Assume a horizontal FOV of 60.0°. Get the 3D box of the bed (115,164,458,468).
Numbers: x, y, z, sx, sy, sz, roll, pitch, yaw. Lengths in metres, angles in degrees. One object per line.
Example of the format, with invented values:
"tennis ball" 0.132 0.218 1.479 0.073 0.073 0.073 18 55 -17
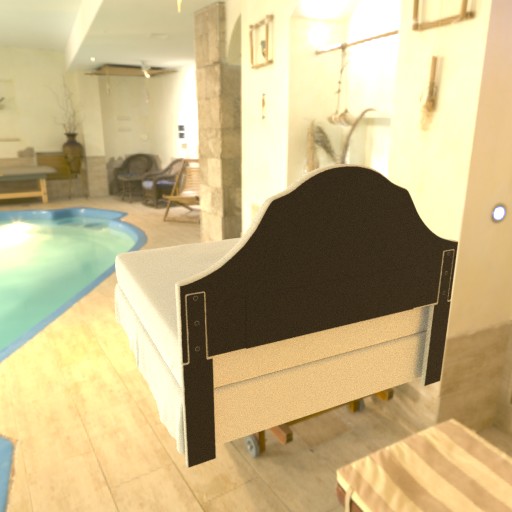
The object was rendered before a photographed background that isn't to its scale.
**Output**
"bed" 0.000 0.000 3.588 2.008 1.615 2.214 -8 18 -26
